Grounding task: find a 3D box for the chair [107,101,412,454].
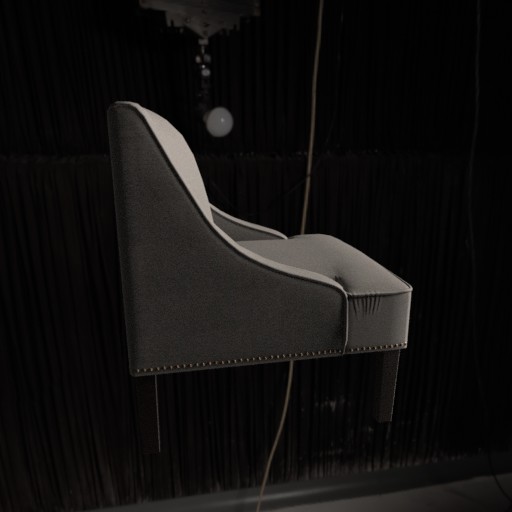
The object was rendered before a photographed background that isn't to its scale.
[{"bbox_3d":[0.000,0.000,1.369,0.747,0.867,0.631,-3,16,-11],"label":"chair"}]
